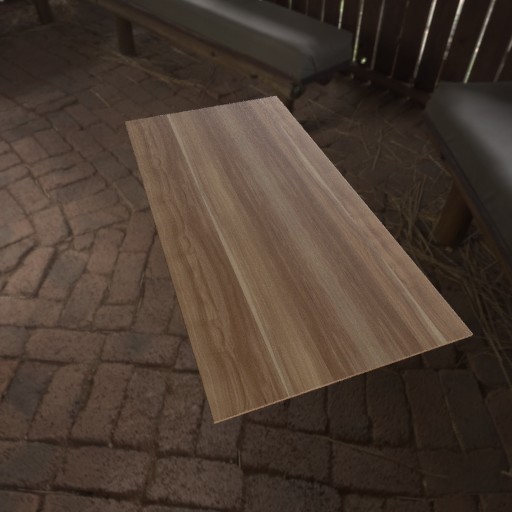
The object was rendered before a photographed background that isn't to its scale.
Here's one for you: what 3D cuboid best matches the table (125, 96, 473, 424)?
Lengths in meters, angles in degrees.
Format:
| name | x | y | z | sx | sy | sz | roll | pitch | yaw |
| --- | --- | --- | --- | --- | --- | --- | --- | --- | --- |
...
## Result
| name | x | y | z | sx | sy | sz | roll | pitch | yaw |
| --- | --- | --- | --- | --- | --- | --- | --- | --- | --- |
| table | 0.000 | 0.000 | 2.461 | 1.000 | 0.770 | 2.000 | -14 | 48 | -13 |
